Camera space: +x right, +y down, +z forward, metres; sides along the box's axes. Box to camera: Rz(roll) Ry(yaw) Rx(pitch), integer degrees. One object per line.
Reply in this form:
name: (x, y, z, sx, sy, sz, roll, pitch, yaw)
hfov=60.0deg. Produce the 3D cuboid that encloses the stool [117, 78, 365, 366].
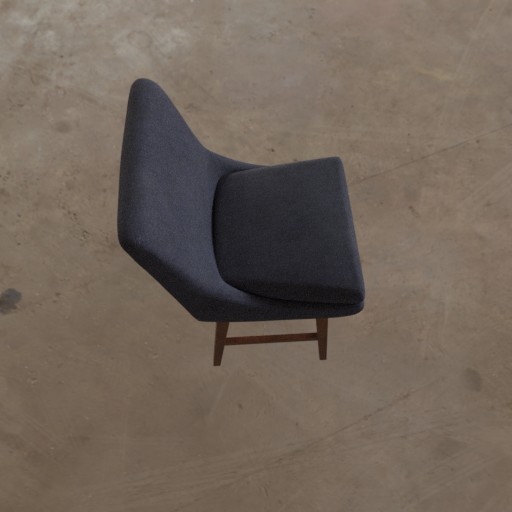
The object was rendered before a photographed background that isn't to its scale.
stool: (0.000, 0.000, 1.402, 0.572, 1.068, 0.489, -3, 64, -1)
